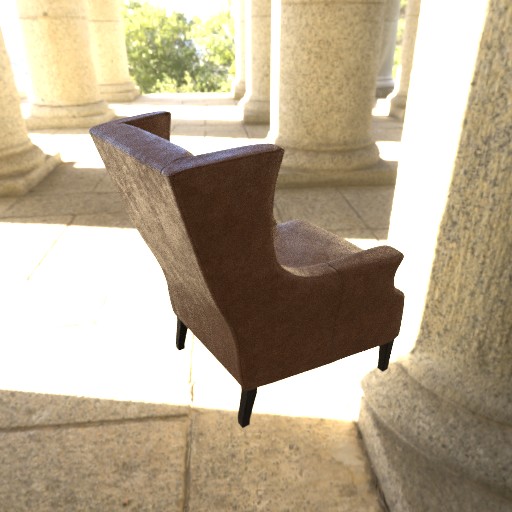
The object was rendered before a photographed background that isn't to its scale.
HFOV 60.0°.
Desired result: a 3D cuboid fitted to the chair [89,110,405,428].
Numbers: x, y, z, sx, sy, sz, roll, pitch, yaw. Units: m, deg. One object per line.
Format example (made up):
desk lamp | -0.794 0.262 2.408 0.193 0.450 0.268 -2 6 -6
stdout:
chair | 0.000 0.000 1.696 0.926 1.016 0.853 -17 31 -30
